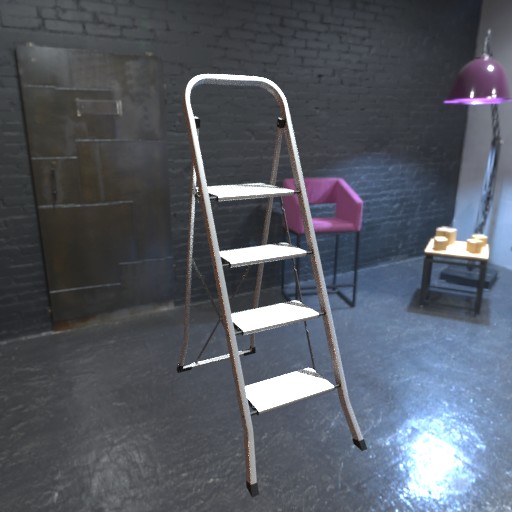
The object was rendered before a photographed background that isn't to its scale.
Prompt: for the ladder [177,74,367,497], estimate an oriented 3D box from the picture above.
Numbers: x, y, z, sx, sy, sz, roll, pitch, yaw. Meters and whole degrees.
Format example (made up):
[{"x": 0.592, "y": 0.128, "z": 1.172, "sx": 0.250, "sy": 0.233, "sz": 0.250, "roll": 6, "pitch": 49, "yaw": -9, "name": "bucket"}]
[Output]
[{"x": 0.000, "y": 0.000, "z": 1.655, "sx": 0.465, "sy": 1.290, "sz": 0.830, "roll": -8, "pitch": 18, "yaw": -27, "name": "ladder"}]
